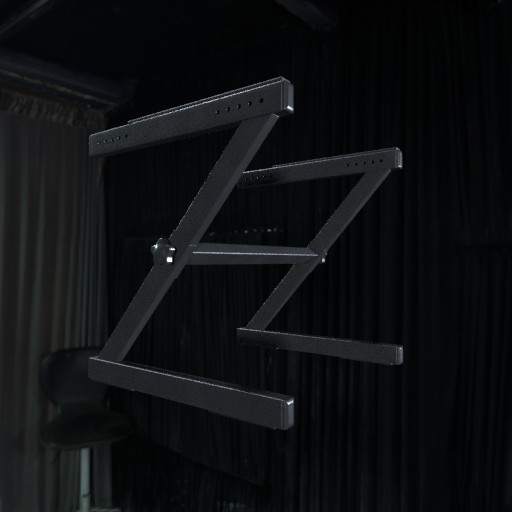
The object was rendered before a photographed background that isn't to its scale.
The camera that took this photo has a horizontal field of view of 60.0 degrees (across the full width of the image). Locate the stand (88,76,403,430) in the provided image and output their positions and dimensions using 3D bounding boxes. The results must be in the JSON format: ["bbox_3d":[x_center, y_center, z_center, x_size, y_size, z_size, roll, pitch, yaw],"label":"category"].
[{"bbox_3d":[0.000,0.000,1.188,0.586,0.617,0.700,0,-1,36],"label":"stand"}]
